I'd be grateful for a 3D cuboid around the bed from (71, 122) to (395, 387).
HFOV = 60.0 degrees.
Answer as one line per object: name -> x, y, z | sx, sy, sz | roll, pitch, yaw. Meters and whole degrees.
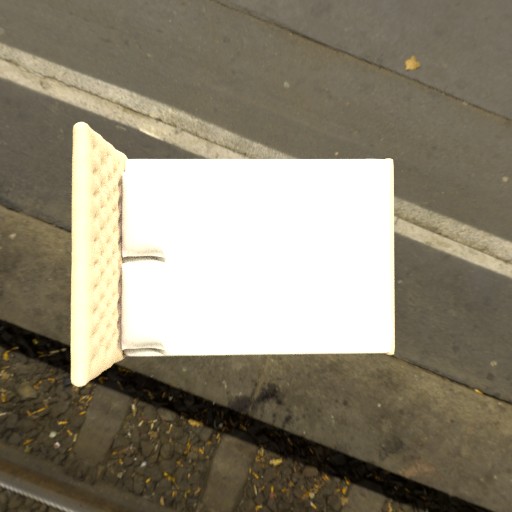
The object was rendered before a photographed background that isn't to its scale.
bed -> 0.000, 0.000, 3.518 | 2.387, 1.427, 1.698 | 0, 89, -1
